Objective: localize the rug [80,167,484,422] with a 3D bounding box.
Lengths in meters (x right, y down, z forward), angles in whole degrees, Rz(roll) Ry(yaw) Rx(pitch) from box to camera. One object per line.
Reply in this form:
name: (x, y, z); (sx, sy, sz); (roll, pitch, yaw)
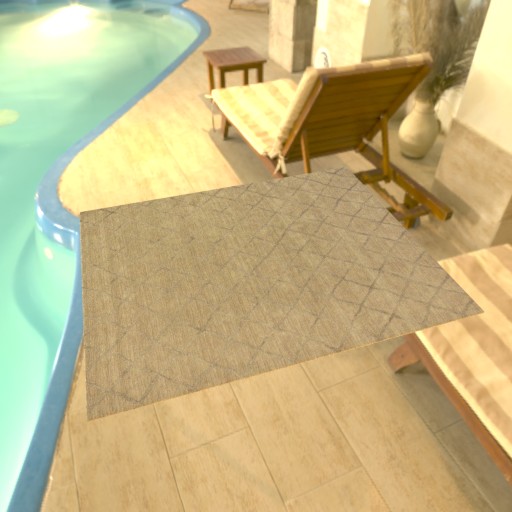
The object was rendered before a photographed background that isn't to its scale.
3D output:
rug: (0.000, 0.000, 4.044); (3.038, 0.019, 2.420); (-12, 42, -13)
